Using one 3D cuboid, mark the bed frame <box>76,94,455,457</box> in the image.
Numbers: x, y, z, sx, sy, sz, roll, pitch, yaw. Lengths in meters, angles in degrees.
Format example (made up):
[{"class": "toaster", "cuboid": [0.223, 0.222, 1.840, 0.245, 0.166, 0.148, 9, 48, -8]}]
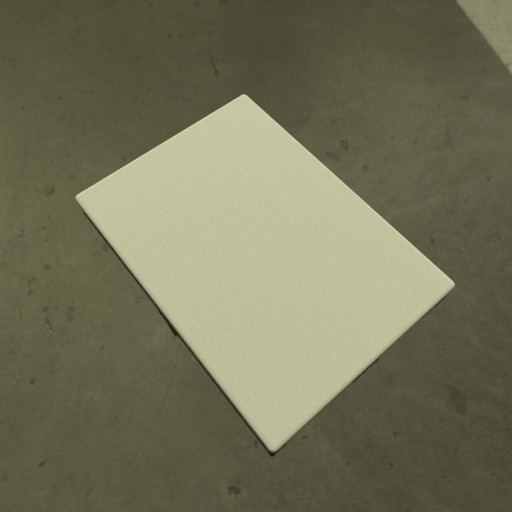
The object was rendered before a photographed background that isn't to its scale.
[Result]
[{"class": "bed frame", "cuboid": [0.000, 0.000, 3.892, 2.205, 0.680, 2.842, -30, 68, -14]}]
